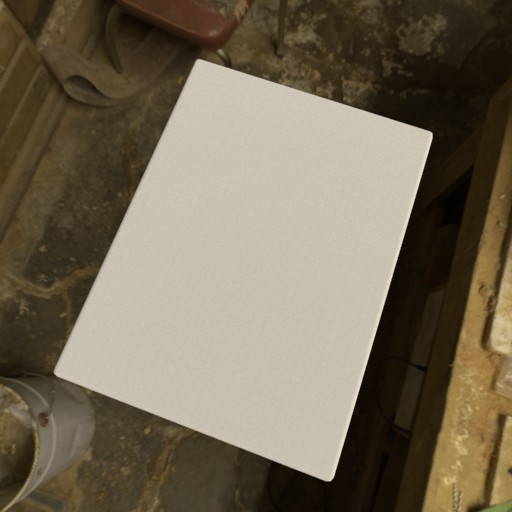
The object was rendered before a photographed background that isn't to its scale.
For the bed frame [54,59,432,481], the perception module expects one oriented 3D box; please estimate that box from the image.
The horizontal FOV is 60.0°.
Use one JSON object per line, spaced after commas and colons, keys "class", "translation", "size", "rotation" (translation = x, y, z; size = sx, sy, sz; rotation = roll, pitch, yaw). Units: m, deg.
{"class": "bed frame", "translation": [0.000, 0.000, 3.486], "size": [1.990, 0.680, 2.635], "rotation": [19, 77, 5]}
